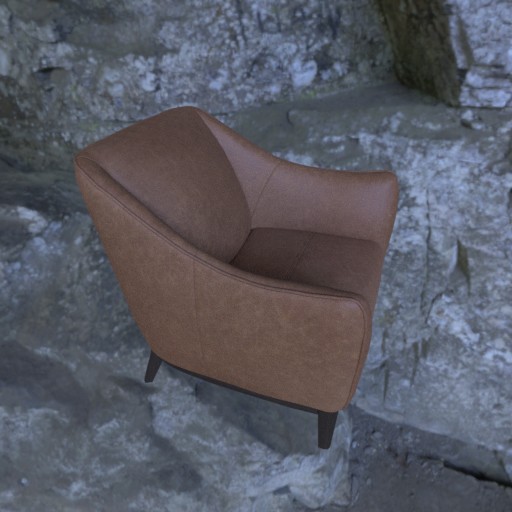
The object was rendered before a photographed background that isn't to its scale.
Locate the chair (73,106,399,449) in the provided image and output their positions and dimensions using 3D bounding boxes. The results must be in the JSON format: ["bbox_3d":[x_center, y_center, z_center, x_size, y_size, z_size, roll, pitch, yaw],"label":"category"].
[{"bbox_3d":[0.000,0.000,1.517,0.852,0.830,0.871,11,33,17],"label":"chair"}]
